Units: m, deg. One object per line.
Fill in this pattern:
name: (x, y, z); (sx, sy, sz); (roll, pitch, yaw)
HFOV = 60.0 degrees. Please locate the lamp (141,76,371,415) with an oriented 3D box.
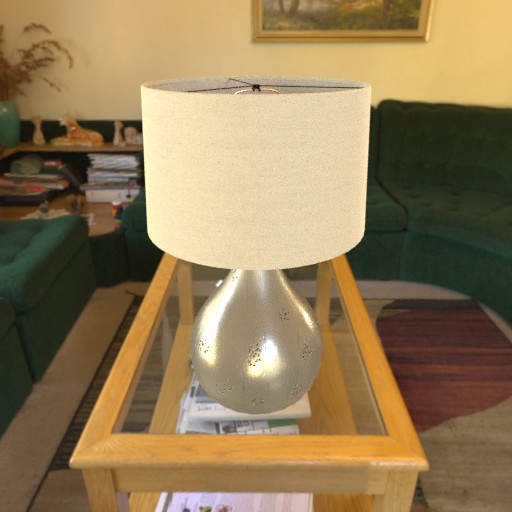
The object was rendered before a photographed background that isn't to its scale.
lamp: (0.000, 0.000, 0.716); (0.330, 0.521, 0.330); (0, 25, 0)
